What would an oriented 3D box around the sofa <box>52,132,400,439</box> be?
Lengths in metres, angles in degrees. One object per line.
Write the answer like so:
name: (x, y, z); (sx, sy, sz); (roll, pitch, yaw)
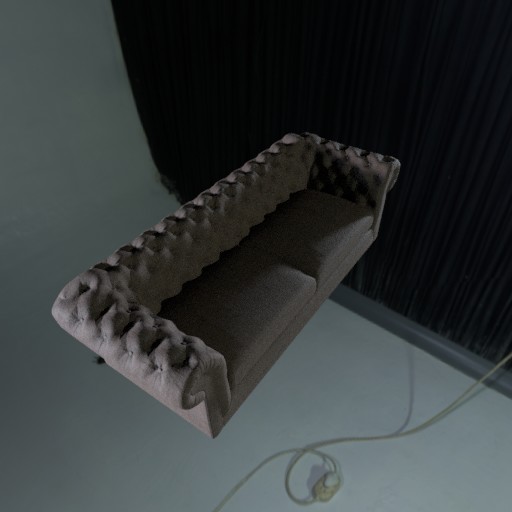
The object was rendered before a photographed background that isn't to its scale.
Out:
sofa: (0.000, 0.000, 2.892); (0.944, 0.787, 2.385); (24, 46, 26)
